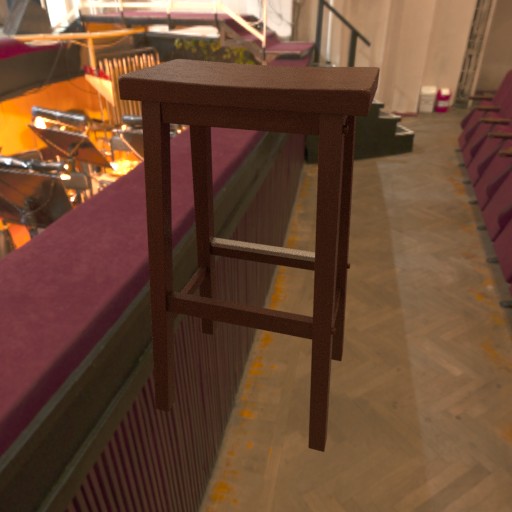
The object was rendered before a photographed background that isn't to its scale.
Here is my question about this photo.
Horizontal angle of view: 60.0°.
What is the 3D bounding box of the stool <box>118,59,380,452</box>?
[{"bbox_3d":[0.000,0.000,0.955,0.406,0.742,0.322,9,32,14],"label":"stool"}]
